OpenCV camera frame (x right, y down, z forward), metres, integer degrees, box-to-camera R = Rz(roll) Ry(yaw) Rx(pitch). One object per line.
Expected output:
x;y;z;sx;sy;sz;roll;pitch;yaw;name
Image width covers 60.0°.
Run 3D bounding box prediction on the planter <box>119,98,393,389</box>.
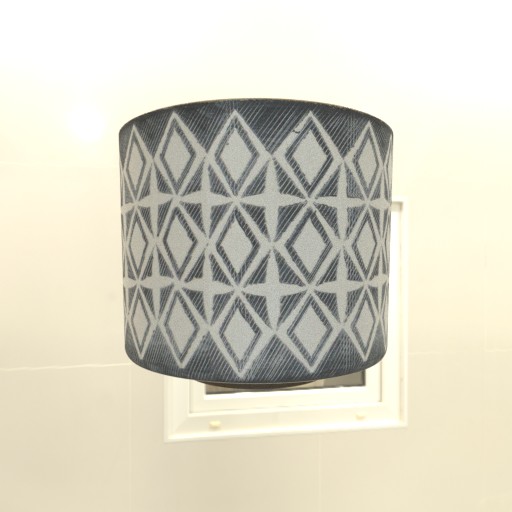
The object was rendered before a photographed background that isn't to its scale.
0.000;0.000;0.325;0.192;0.165;0.192;0;0;0;planter
